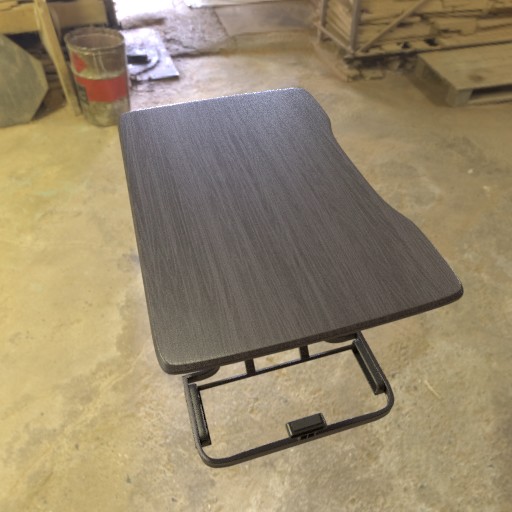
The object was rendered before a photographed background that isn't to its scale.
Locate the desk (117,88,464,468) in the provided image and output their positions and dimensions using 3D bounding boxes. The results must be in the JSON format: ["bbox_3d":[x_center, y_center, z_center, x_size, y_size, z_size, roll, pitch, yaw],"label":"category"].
[{"bbox_3d":[0.000,0.000,1.145,0.546,0.470,0.820,-12,48,-11],"label":"desk"}]
